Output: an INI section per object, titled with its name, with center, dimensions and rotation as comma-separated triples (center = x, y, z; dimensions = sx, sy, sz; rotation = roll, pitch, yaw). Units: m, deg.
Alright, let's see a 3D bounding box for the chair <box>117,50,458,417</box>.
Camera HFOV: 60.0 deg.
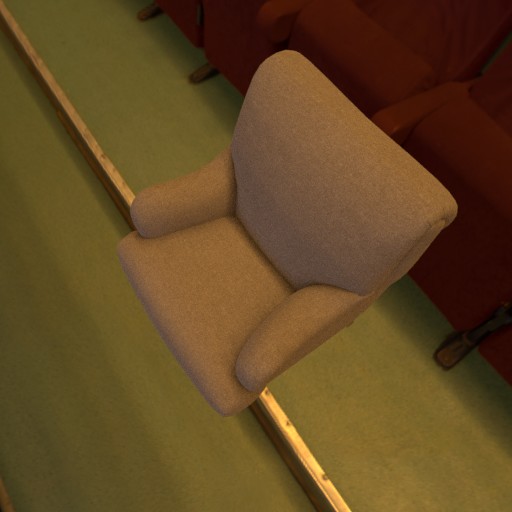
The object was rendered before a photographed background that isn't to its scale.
[chair]
center = 0.000, 0.000, 1.560
dimensions = 0.843, 0.942, 0.766
rotation = -32, 68, -15
